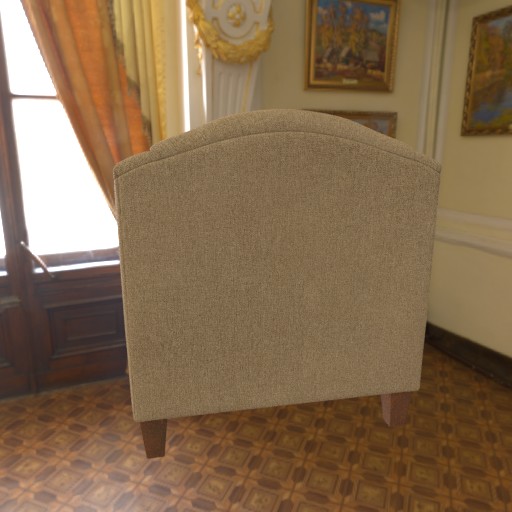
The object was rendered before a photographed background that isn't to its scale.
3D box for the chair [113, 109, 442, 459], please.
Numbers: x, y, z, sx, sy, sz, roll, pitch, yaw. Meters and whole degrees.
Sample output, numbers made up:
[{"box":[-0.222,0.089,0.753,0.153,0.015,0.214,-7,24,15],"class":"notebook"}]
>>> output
[{"box":[0.000,0.000,1.412,0.763,0.839,0.787,-3,14,-11],"class":"chair"}]
